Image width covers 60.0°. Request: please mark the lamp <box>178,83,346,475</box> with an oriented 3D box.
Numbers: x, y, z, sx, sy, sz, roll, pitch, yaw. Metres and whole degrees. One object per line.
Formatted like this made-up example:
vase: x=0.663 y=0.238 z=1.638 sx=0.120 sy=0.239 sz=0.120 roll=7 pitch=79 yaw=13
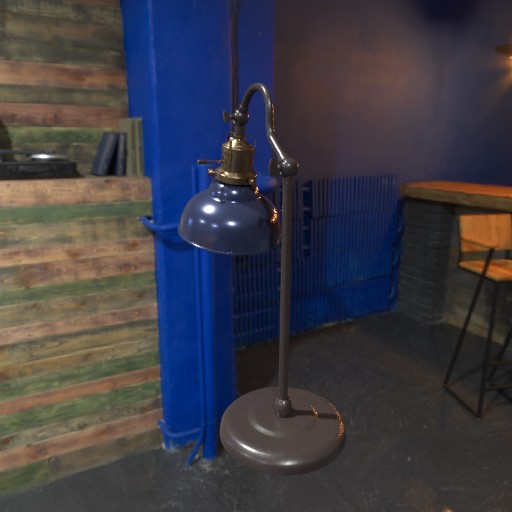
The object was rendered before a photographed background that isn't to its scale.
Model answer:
lamp: x=0.000 y=0.000 z=0.695 sx=0.192 sy=0.508 sz=0.374 roll=-7 pitch=16 yaw=-26
